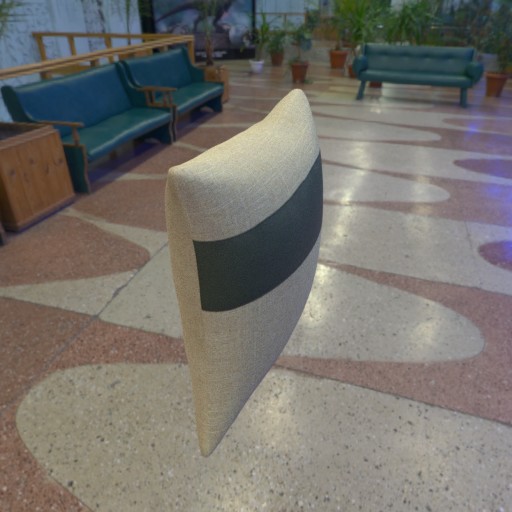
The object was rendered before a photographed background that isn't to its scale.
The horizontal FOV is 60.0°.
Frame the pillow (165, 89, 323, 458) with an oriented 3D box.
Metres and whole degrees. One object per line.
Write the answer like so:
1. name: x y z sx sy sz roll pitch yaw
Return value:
1. pillow: 0.000 0.000 0.648 0.173 0.399 0.414 10 32 17
